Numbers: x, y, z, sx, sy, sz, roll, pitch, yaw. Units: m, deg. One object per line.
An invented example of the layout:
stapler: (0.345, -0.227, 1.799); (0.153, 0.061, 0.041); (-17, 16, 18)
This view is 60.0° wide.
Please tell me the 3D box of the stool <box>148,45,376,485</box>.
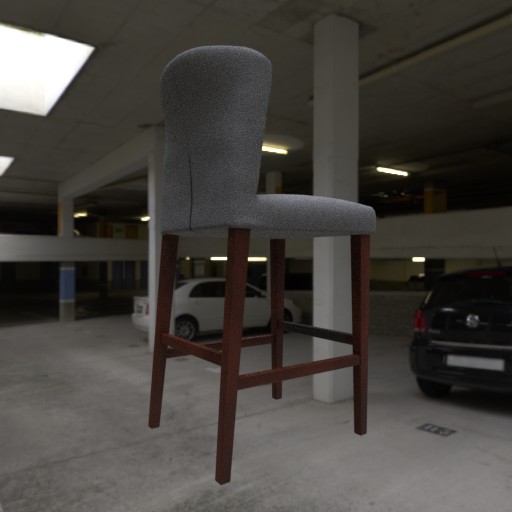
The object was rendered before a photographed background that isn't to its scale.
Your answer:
stool: (0.000, 0.000, 1.356); (0.568, 1.069, 0.486); (0, 0, -35)
